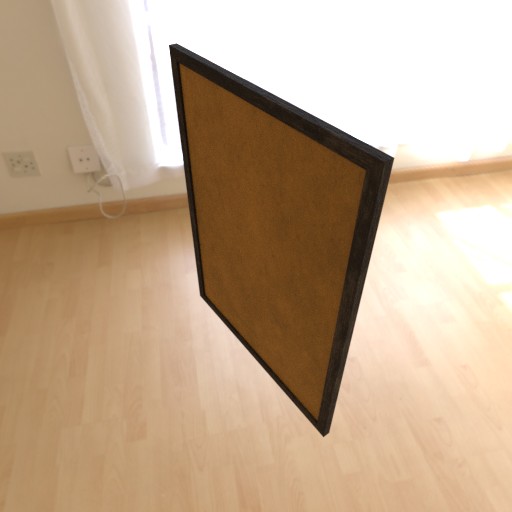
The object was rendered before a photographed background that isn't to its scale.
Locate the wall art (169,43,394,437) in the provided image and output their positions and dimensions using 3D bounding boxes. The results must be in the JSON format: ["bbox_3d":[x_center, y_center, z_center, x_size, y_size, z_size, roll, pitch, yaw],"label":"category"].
[{"bbox_3d":[0.000,0.000,1.401,0.029,1.066,0.812,-27,49,-26],"label":"wall art"}]
